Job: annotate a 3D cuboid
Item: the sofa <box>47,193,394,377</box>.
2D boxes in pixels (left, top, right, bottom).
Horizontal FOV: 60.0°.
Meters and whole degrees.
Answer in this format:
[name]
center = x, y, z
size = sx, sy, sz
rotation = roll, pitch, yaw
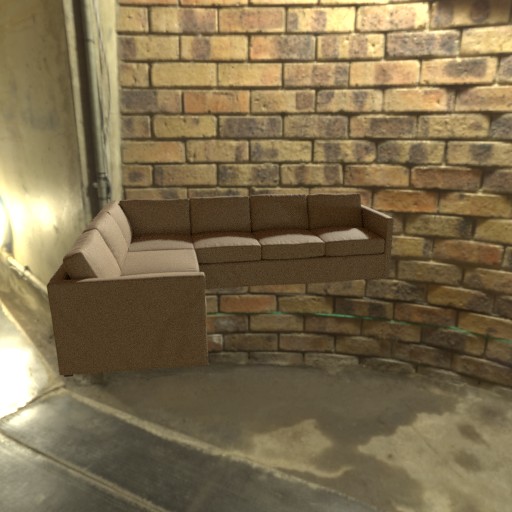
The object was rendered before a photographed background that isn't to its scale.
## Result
[sofa]
center = 0.000, 0.000, 4.297
size = 3.182, 0.871, 2.432
rotation = -3, 17, -11
